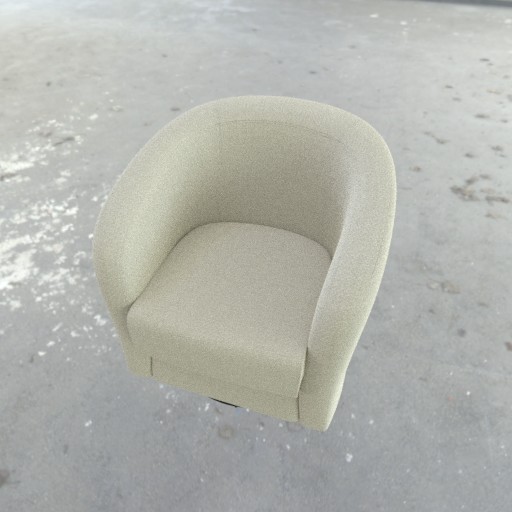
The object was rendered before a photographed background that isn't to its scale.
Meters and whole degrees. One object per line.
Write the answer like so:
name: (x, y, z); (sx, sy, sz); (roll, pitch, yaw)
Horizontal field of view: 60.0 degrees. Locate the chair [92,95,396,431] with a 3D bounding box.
chair: (0.000, 0.000, 1.459); (0.791, 0.771, 0.815); (12, 43, 14)
